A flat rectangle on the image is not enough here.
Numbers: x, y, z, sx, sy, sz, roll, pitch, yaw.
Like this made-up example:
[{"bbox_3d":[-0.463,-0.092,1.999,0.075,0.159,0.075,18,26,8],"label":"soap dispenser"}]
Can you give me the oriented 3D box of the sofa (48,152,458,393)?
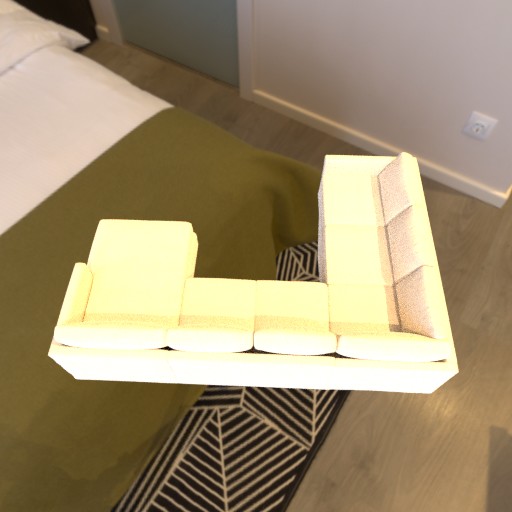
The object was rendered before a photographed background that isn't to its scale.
[{"bbox_3d":[0.000,0.000,4.526,3.460,0.882,2.427,2,58,1],"label":"sofa"}]
